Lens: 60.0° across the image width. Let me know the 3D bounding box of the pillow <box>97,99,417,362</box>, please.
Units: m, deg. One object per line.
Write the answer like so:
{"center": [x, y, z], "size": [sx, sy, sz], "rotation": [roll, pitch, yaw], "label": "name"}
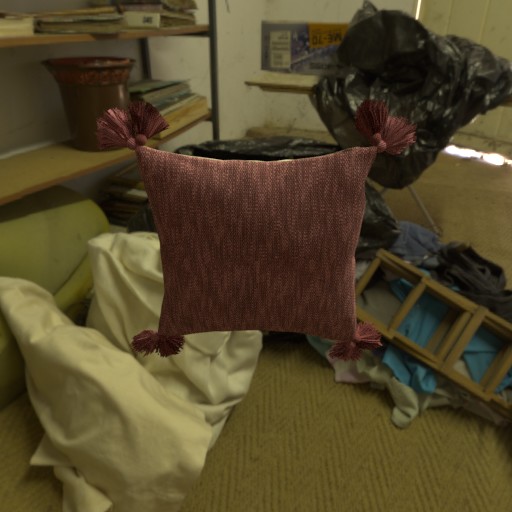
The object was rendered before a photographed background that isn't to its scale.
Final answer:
{"center": [0.000, 0.000, 0.977], "size": [0.641, 0.659, 0.138], "rotation": [1, 30, 1], "label": "pillow"}
